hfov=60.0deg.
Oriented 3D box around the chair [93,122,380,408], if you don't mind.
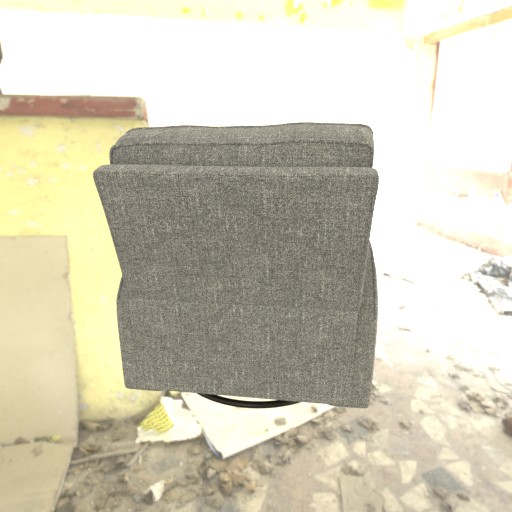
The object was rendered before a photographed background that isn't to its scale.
[{"bbox_3d":[0.000,0.000,1.671,0.861,0.962,0.964,2,16,8],"label":"chair"}]
